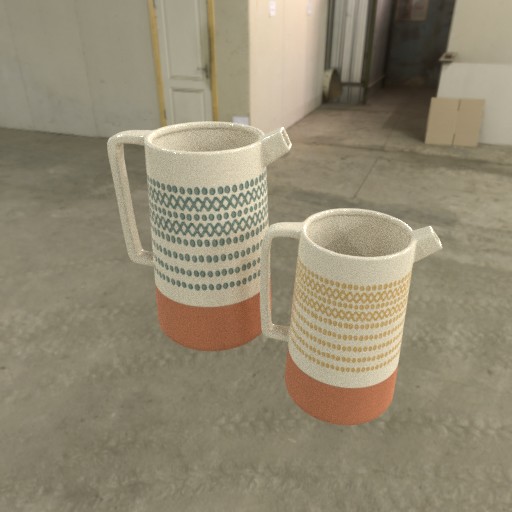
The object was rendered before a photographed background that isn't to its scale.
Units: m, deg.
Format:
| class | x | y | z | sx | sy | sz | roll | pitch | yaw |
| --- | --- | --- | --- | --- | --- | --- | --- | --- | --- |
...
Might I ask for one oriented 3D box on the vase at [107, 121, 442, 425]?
| class | x | y | z | sx | sy | sz | roll | pitch | yaw |
| --- | --- | --- | --- | --- | --- | --- | --- | --- | --- |
| vase | 0.000 | 0.000 | 0.468 | 0.168 | 0.247 | 0.326 | -22 | 36 | -33 |
